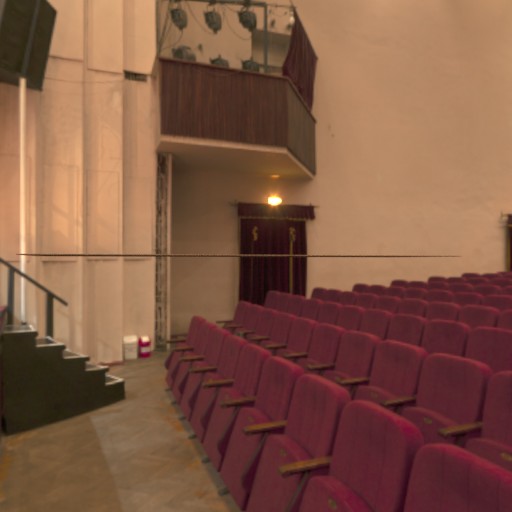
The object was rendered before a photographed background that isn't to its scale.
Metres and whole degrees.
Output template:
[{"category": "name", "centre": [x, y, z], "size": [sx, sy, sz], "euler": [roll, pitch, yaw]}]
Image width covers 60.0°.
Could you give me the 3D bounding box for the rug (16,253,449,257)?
[{"category": "rug", "centre": [0.000, 0.000, 2.637], "size": [2.437, 0.005, 0.688], "euler": [0, -1, -19]}]
